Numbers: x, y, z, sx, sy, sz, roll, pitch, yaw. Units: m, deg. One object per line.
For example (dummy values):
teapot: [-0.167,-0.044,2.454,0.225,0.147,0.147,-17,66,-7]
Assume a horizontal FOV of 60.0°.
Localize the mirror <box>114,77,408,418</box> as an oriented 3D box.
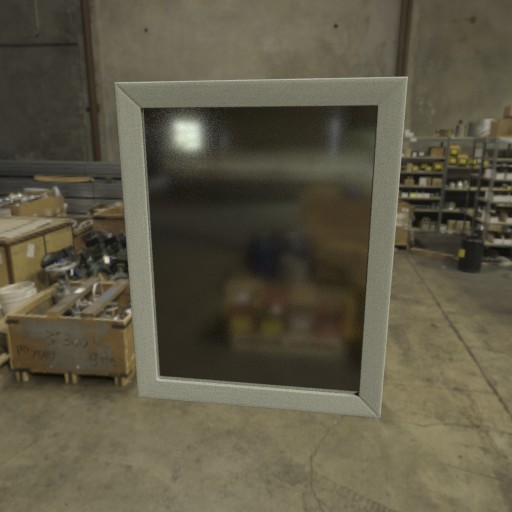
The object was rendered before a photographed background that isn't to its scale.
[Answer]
mirror: [0.000,0.000,0.689,0.405,0.508,0.041,2,15,8]
